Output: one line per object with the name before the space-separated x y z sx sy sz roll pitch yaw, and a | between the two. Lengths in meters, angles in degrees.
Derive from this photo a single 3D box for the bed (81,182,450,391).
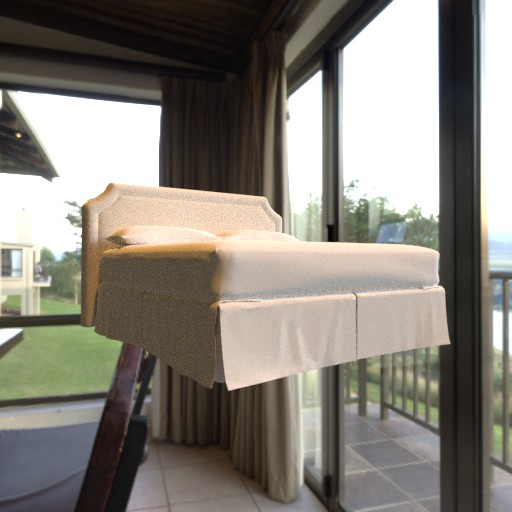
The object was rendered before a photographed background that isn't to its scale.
bed | 0.000 0.000 3.545 2.160 1.301 2.204 0 0 -35
